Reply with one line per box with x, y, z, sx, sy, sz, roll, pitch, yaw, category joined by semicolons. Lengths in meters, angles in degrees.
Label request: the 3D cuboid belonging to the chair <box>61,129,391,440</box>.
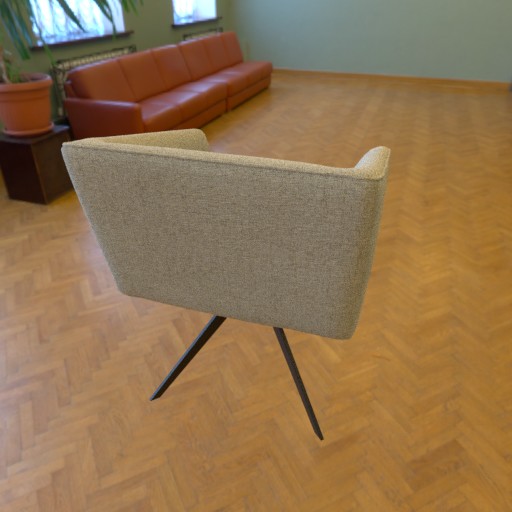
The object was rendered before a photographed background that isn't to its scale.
0.000;0.000;1.225;0.628;0.760;0.623;10;33;15;chair
